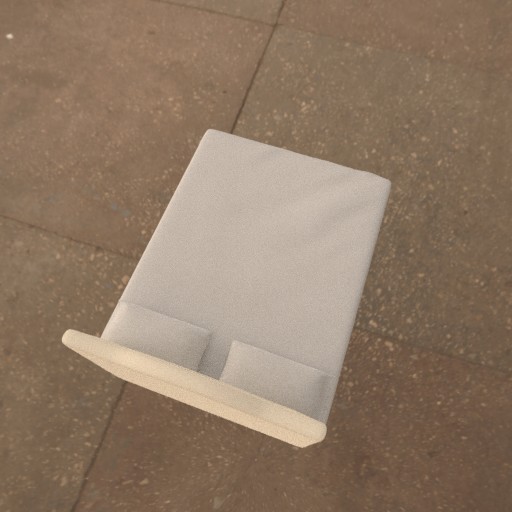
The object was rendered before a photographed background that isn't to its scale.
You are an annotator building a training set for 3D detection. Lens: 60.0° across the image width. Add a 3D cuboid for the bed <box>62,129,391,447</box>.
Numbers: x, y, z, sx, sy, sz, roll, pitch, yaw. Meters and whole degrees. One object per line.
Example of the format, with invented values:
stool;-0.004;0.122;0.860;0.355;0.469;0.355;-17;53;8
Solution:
bed;0.000;0.000;3.682;1.977;1.437;2.477;18;67;8
